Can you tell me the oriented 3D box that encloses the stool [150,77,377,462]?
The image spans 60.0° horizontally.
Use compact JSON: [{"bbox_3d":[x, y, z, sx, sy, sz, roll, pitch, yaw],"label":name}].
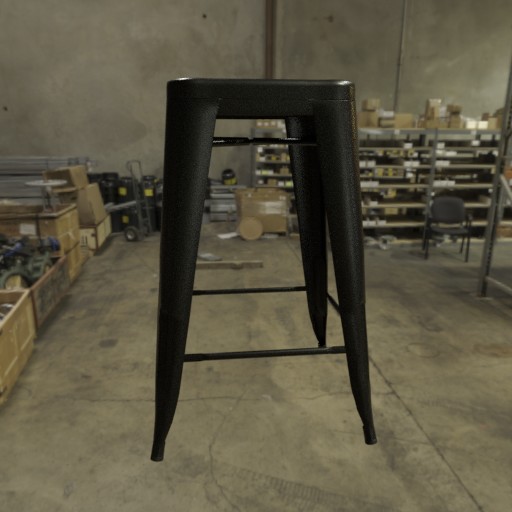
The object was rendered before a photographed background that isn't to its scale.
[{"bbox_3d":[0.000,0.000,0.849,0.399,0.609,0.359,-2,16,-7],"label":"stool"}]
